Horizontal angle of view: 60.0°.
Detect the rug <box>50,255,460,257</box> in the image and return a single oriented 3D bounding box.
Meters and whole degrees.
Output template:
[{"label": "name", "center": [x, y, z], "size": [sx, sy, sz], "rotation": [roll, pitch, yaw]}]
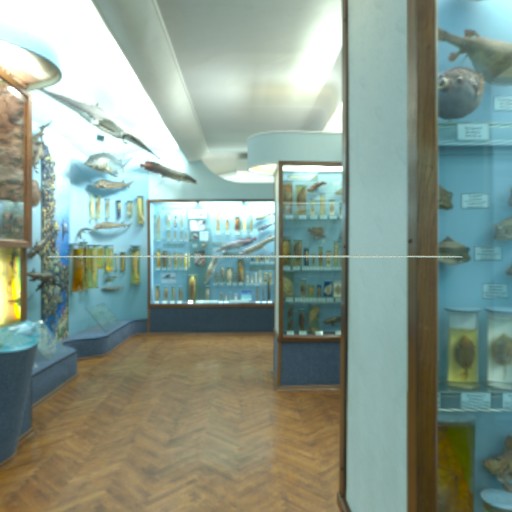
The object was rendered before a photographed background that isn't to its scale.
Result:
[{"label": "rug", "center": [0.000, 0.000, 4.171], "size": [2.451, 0.008, 3.143], "rotation": [0, 0, 0]}]
